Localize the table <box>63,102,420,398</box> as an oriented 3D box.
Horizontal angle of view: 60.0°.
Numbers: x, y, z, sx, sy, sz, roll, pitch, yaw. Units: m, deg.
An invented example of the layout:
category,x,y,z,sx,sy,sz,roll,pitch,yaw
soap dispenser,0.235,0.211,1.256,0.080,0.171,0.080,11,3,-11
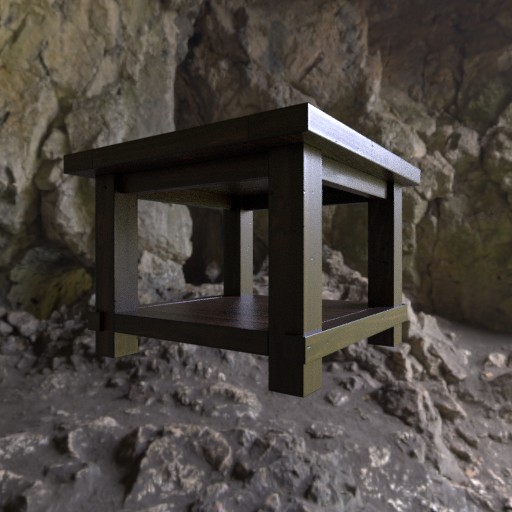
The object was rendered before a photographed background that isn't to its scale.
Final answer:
category,x,y,z,sx,sy,sz,roll,pitch,yaw
table,0.000,0.000,1.039,0.593,0.437,0.606,0,0,35
